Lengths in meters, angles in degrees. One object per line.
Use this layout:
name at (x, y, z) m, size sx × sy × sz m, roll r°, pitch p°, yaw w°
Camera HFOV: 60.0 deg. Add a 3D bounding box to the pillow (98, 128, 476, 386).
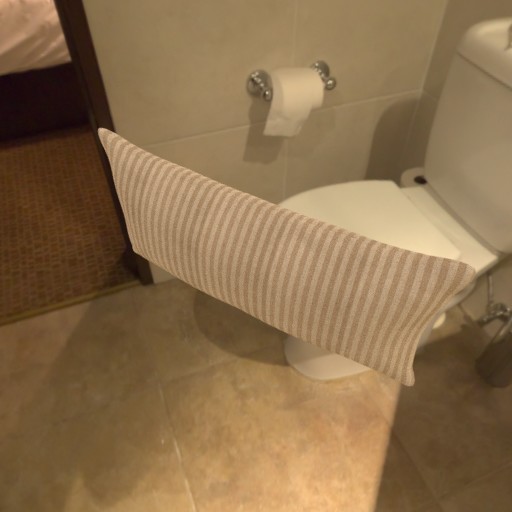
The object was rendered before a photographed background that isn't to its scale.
pillow at (0.000, 0.000, 0.743) m, size 0.617 × 0.295 × 0.151 m, roll 24°, pitch 51°, yaw 21°
